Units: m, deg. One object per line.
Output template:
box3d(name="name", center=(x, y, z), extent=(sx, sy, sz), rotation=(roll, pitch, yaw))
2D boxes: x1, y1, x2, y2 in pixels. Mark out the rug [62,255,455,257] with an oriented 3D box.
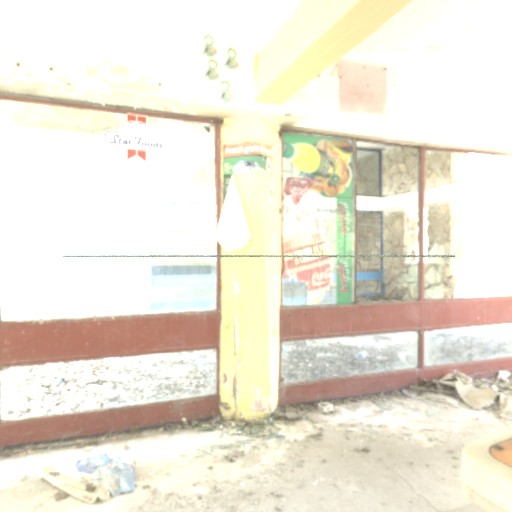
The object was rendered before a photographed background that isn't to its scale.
box3d(name="rug", center=(0.000, 0.000, 2.162), extent=(1.142, 0.006, 1.752), rotation=(0, 0, -1))
